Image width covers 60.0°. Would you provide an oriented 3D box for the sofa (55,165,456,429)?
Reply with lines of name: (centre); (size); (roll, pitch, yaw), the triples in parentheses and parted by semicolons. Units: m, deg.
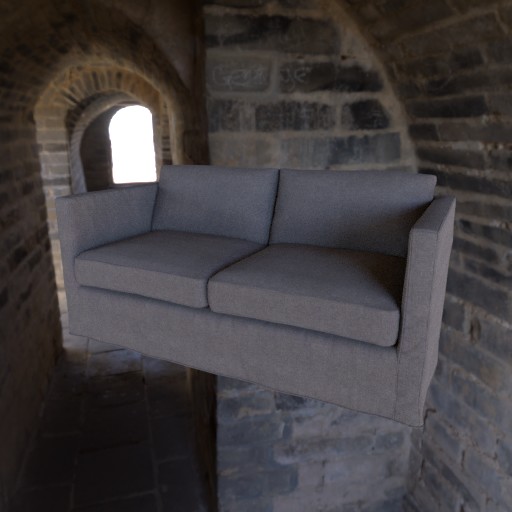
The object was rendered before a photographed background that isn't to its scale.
sofa: (0.000, 0.000, 2.260); (1.802, 0.854, 0.974); (8, 17, 25)
